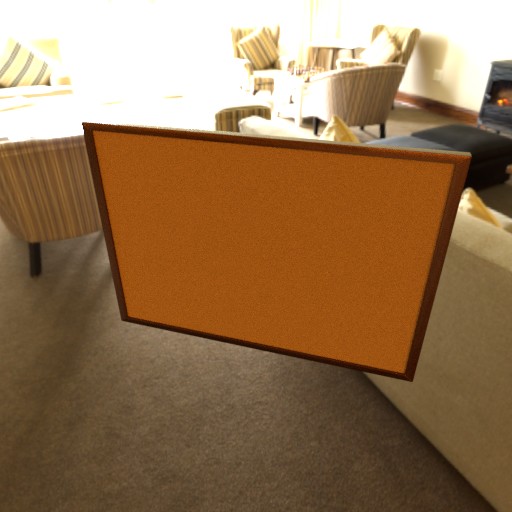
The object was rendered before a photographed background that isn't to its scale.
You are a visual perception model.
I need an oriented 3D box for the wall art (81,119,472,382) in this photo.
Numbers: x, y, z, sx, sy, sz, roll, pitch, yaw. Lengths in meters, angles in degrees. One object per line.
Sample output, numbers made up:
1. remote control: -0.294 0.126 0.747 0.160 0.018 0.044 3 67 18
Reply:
1. wall art: 0.000 0.000 0.557 0.431 0.304 0.012 9 33 14
